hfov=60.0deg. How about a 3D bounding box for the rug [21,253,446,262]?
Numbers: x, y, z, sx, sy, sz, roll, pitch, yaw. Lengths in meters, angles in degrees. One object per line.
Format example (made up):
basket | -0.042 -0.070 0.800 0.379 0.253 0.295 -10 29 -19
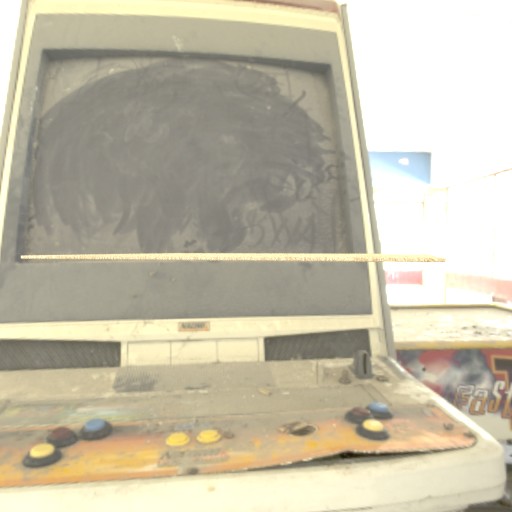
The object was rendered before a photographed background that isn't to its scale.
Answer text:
rug | 0.000 0.000 4.018 3.001 0.025 2.401 0 1 19
